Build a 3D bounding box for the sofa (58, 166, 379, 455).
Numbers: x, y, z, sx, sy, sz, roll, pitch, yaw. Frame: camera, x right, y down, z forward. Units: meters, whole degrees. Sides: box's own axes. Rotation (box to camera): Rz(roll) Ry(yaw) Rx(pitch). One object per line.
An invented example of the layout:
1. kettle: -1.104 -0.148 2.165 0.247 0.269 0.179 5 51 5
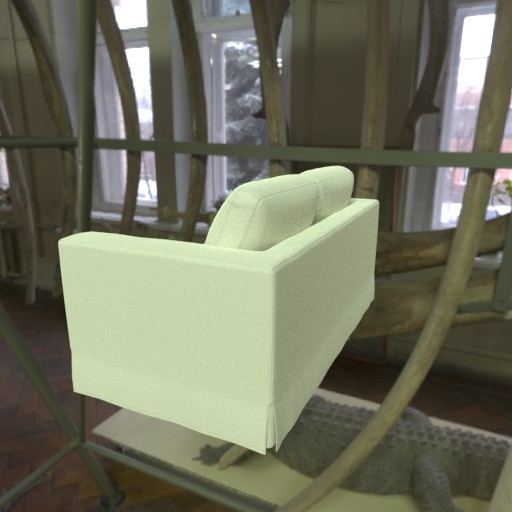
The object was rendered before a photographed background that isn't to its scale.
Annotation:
1. sofa: 0.000 0.000 2.459 1.009 0.932 1.813 7 17 25
